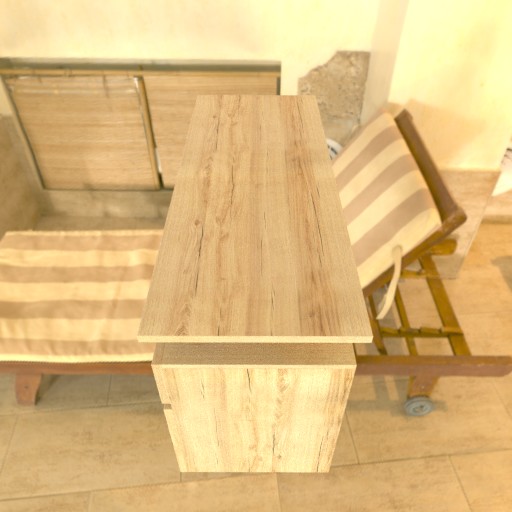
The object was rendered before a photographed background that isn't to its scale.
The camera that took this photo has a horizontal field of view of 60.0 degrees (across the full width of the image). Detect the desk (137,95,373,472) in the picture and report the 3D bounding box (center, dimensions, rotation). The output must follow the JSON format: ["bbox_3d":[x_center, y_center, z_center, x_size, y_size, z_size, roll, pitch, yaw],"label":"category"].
[{"bbox_3d":[0.000,0.000,1.805,0.550,0.760,1.400,0,42,0],"label":"desk"}]
